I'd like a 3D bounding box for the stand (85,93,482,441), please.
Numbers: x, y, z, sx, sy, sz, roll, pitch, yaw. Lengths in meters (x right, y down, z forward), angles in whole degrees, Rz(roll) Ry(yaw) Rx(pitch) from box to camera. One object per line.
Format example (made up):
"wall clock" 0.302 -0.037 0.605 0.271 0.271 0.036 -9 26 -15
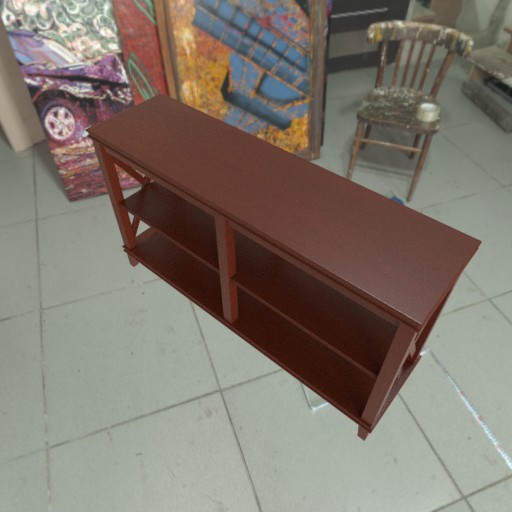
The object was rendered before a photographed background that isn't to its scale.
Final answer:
"stand" 0.000 0.000 1.746 1.372 0.762 0.381 32 54 26
